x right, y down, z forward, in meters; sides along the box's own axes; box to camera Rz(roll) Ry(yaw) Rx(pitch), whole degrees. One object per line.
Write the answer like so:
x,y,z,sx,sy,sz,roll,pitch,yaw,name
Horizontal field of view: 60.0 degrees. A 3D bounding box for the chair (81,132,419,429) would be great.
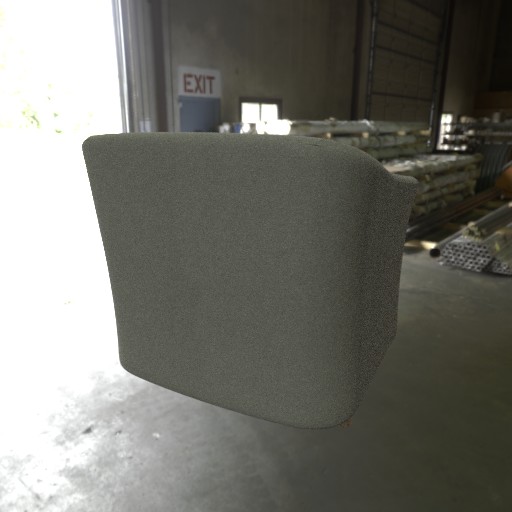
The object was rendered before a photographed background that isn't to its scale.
0.000,0.000,1.322,0.790,0.720,0.700,8,19,26,chair
